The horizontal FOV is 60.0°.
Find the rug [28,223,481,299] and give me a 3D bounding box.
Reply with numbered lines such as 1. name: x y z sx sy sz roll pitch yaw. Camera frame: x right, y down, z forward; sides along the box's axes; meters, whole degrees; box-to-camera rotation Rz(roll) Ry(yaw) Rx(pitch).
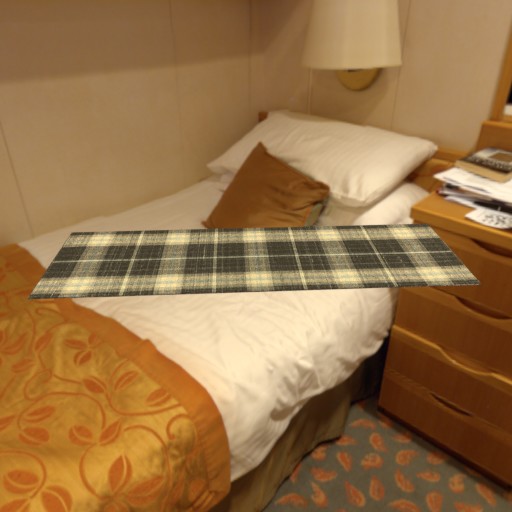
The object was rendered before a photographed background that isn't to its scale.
1. rug: 0.000 0.000 2.694 2.434 0.012 0.760 -2 30 -3
